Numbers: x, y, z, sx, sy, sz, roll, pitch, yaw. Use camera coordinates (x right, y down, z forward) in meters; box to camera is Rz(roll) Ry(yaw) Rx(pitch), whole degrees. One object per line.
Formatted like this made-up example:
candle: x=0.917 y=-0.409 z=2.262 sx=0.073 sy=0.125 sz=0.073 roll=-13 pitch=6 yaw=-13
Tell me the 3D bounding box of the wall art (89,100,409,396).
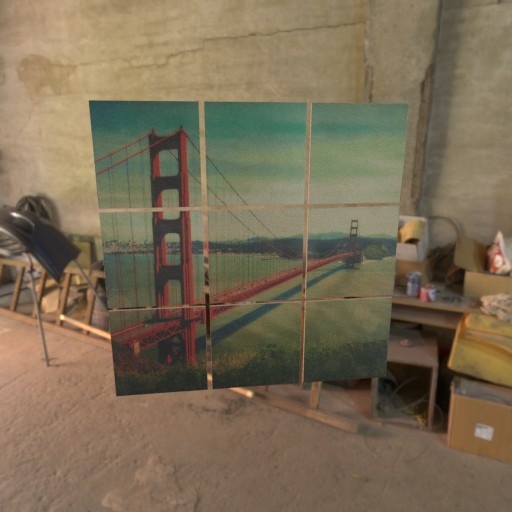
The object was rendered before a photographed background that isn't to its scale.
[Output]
wall art: x=0.000 y=0.000 z=2.291 sx=1.519 sy=1.507 sz=0.014 roll=-2 pitch=15 yaw=-7
